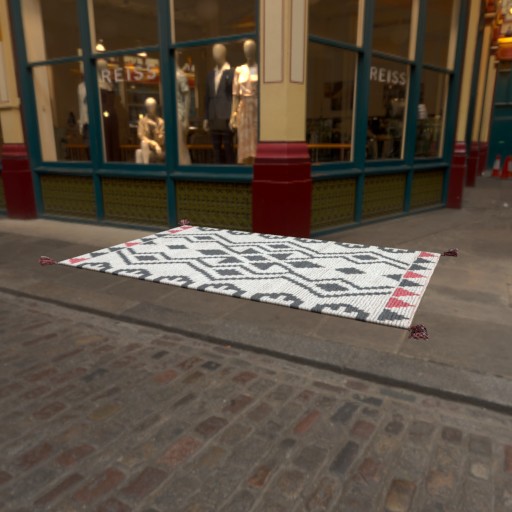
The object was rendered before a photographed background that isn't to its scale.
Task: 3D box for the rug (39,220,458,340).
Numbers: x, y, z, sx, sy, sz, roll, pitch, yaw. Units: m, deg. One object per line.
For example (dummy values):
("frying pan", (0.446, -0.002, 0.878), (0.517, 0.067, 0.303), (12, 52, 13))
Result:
("rug", (0.000, 0.000, 3.307), (2.672, 0.066, 1.741), (8, 17, 26))
